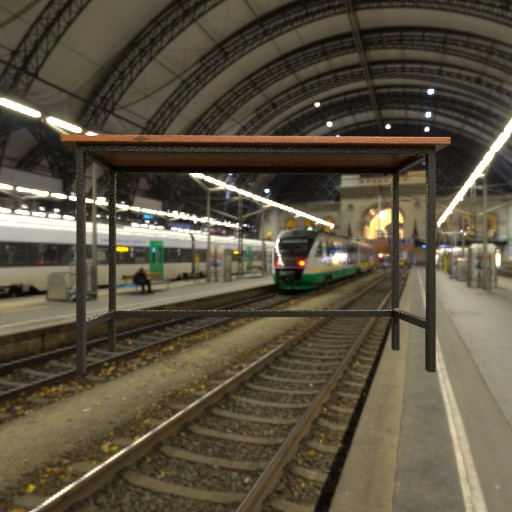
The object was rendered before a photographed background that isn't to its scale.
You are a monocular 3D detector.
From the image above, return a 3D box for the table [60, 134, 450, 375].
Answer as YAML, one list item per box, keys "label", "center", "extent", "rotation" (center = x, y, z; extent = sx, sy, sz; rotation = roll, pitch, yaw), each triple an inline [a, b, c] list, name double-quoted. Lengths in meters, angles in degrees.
- label: "table"
  center: [0.000, 0.000, 1.568]
  extent: [1.204, 0.740, 0.408]
  rotation: [0, 0, -2]
